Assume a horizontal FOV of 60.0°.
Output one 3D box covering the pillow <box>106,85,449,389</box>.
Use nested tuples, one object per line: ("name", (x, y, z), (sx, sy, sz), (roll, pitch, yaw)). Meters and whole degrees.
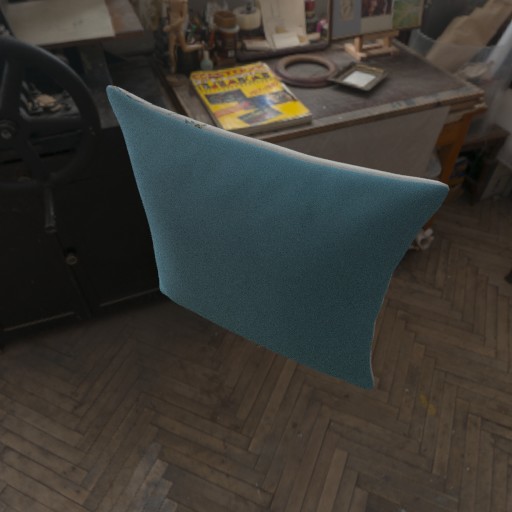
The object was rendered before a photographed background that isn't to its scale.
("pillow", (0.000, 0.000, 0.784), (0.526, 0.507, 0.166), (22, 50, 20))
